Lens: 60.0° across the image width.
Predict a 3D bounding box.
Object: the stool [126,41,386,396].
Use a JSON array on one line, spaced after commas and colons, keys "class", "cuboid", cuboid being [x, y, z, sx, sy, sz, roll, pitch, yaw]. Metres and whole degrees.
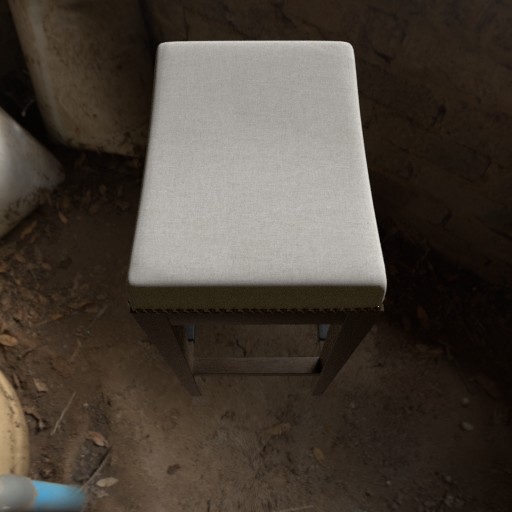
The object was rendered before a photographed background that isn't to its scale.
[{"class": "stool", "cuboid": [0.000, 0.000, 0.994, 0.358, 0.759, 0.498, 0, 64, 0]}]
